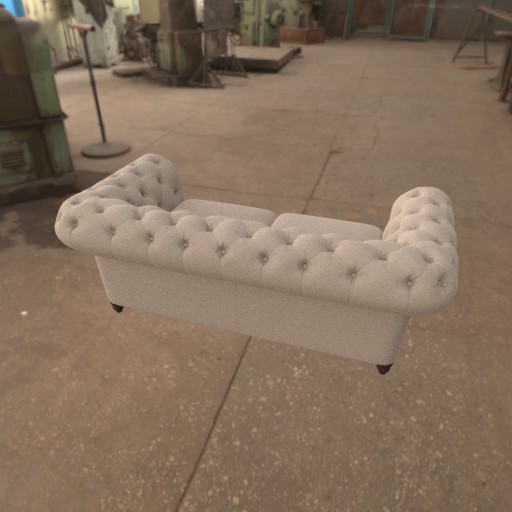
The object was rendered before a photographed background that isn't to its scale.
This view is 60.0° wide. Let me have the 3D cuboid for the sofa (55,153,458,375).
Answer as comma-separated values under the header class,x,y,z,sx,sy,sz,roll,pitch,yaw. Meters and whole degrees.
class,x,y,z,sx,sy,sz,roll,pitch,yaw
sofa,0.000,0.000,2.485,1.998,0.764,0.986,10,33,16
